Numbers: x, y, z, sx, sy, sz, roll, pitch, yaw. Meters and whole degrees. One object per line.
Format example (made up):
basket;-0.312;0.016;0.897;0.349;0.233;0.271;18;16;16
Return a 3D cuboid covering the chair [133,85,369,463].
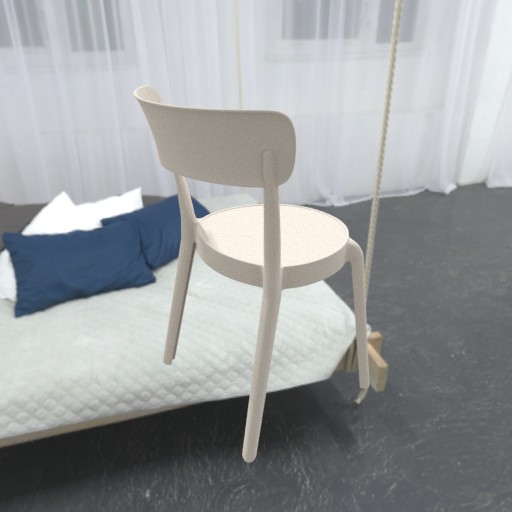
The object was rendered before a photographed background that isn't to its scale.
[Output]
chair;0.000;0.000;1.122;0.491;0.790;0.506;-18;32;-32
